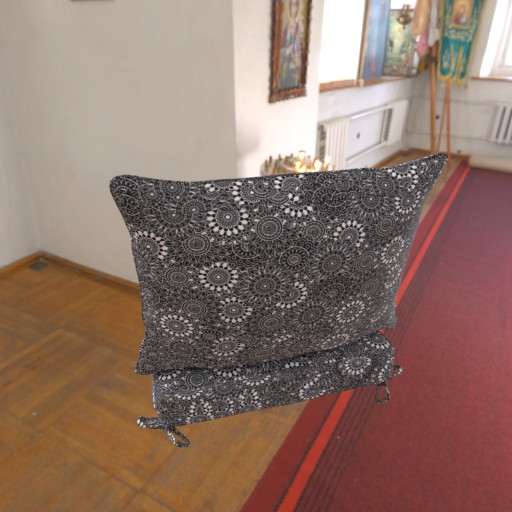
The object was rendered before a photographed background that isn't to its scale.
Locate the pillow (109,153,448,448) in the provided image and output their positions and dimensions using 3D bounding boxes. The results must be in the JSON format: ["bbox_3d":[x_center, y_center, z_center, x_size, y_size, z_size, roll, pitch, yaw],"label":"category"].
[{"bbox_3d":[0.000,0.000,1.346,0.798,0.722,0.740,-7,28,-14],"label":"pillow"}]
